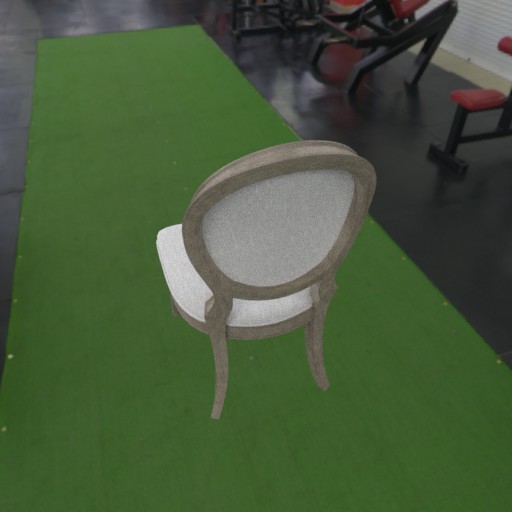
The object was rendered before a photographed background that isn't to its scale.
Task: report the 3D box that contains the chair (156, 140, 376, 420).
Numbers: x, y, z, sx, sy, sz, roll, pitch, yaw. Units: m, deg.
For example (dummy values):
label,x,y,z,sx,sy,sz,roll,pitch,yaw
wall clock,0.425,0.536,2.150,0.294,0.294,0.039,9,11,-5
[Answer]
label,x,y,z,sx,sy,sz,roll,pitch,yaw
chair,0.000,0.000,1.325,0.558,0.990,0.602,-11,42,-12
